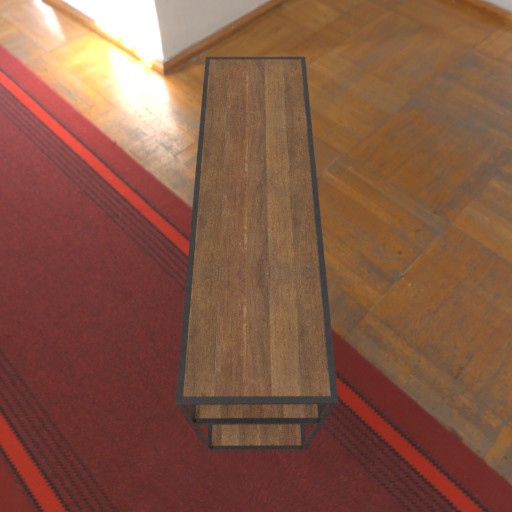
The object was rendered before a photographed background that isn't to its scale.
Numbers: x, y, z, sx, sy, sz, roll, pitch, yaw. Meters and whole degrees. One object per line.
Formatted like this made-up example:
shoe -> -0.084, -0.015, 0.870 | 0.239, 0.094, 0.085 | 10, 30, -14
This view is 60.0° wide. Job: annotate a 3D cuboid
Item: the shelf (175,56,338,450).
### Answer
shelf -> 0.000, 0.000, 1.601 | 0.361, 0.765, 1.201 | 0, 59, 0
